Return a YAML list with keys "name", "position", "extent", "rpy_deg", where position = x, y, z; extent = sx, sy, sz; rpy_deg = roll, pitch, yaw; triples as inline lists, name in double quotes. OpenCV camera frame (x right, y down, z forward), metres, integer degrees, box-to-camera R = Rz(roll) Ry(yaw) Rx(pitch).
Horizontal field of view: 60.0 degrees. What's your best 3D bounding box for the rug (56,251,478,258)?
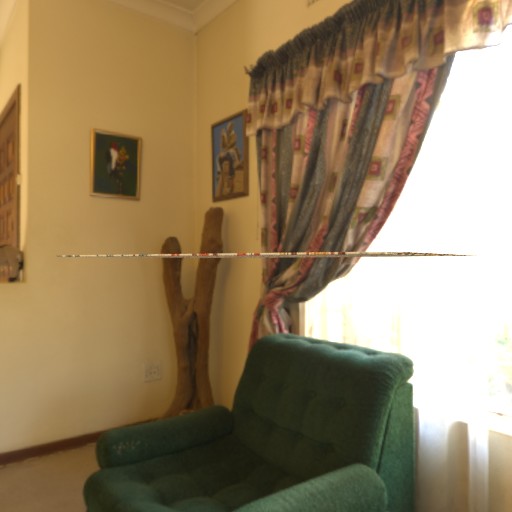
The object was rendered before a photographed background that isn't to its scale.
- name: "rug"
  position: [0.000, 0.000, 3.131]
  extent: [2.584, 0.010, 1.523]
  rpy_deg: [0, -1, 37]
